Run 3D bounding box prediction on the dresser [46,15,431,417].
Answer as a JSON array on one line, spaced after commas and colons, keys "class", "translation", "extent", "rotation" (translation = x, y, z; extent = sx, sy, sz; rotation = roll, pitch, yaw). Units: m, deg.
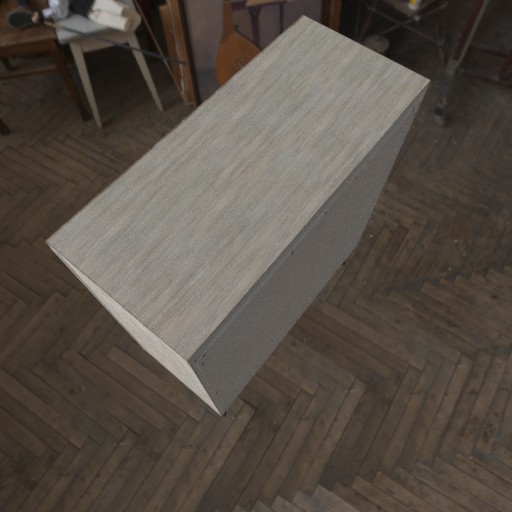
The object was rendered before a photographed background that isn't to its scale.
[{"class": "dresser", "translation": [0.000, 0.000, 1.687], "extent": [0.457, 1.219, 1.016], "rotation": [36, 69, 16]}]
